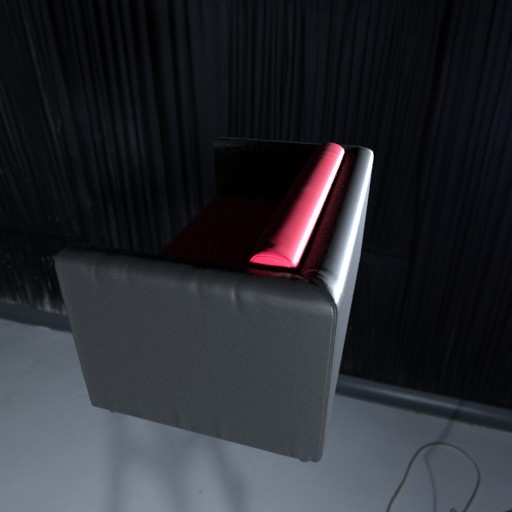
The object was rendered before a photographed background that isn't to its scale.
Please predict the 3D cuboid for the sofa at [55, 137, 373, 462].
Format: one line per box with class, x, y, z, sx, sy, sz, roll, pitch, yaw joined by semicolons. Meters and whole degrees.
sofa;0.000;0.000;1.927;0.845;0.735;1.410;8;31;14
